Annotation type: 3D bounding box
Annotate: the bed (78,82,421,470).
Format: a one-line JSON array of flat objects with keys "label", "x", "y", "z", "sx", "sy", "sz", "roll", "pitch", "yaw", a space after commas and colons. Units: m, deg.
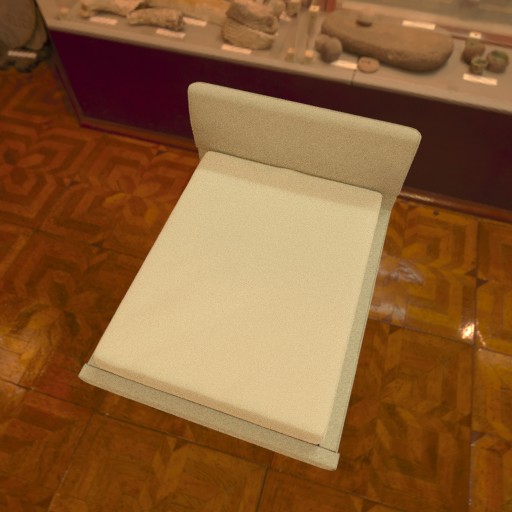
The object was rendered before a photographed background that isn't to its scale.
[{"label": "bed", "x": 0.000, "y": 0.000, "z": 3.512, "sx": 1.980, "sy": 1.126, "sz": 2.498, "roll": 16, "pitch": 58, "yaw": 10}]
